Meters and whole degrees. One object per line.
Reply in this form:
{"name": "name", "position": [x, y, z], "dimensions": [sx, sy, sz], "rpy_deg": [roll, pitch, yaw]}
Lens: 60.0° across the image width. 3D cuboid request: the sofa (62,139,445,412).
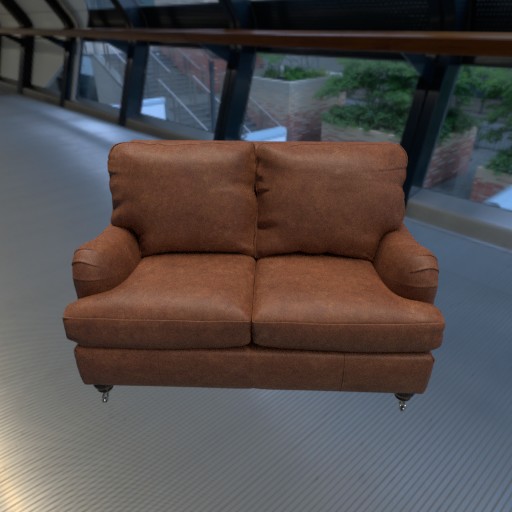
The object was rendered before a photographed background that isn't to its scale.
{"name": "sofa", "position": [0.000, 0.000, 2.148], "dimensions": [1.527, 1.004, 1.077], "rpy_deg": [1, 29, 2]}
